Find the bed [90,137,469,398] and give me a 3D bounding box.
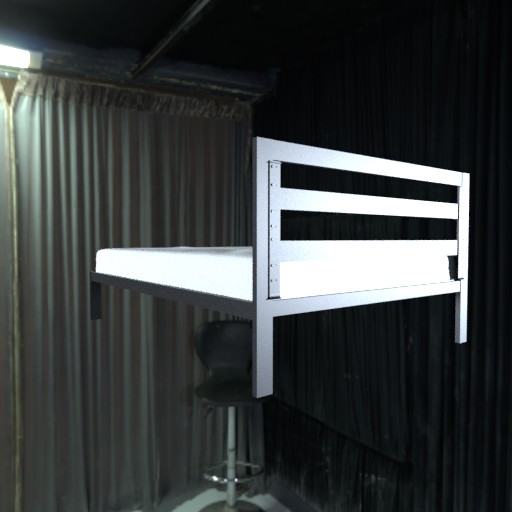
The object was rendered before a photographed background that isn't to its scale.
[{"bbox_3d":[0.000,0.000,2.908,1.524,0.967,2.062,-2,3,-37],"label":"bed"}]
